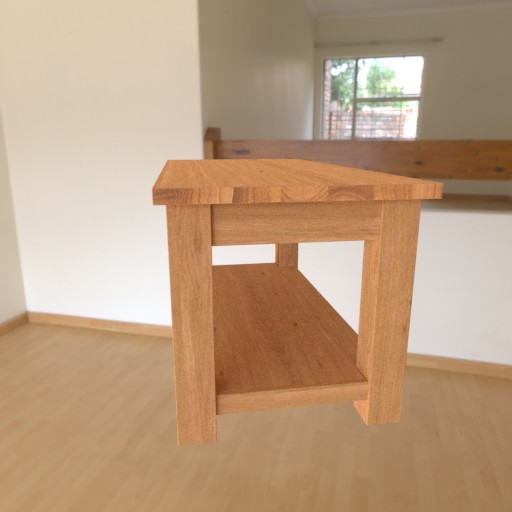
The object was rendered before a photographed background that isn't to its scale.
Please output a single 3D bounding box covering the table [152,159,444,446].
[{"bbox_3d":[0.000,0.000,1.149,0.450,0.452,0.899,-2,15,-9],"label":"table"}]
